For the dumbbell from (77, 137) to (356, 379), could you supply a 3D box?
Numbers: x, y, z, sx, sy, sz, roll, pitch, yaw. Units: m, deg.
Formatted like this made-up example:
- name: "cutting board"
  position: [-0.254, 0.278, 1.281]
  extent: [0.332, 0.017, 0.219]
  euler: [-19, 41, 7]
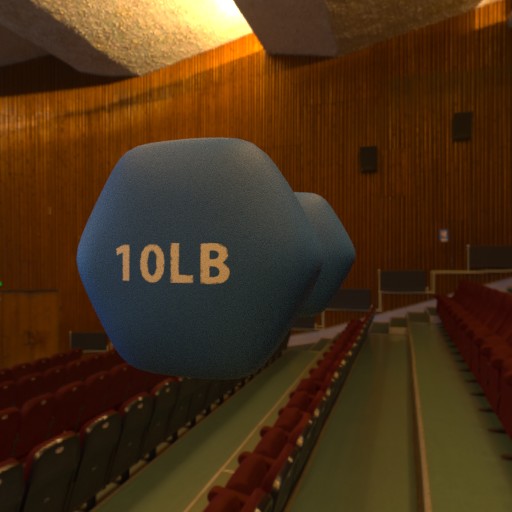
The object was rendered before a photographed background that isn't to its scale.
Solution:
- name: "dumbbell"
  position: [0.000, 0.000, 0.259]
  extent: [0.103, 0.093, 0.212]
  euler: [0, 1, 18]
